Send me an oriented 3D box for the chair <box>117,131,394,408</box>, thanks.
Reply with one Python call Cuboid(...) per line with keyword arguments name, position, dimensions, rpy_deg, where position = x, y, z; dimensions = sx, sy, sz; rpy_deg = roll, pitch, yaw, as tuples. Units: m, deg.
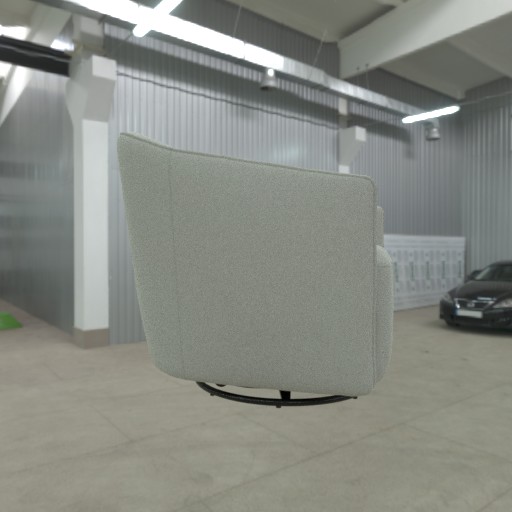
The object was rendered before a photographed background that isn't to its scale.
Cuboid(name="chair", position=(0.000, 0.000, 1.476), dimensions=(0.875, 0.799, 0.747), rpy_deg=(0, 0, 17))
